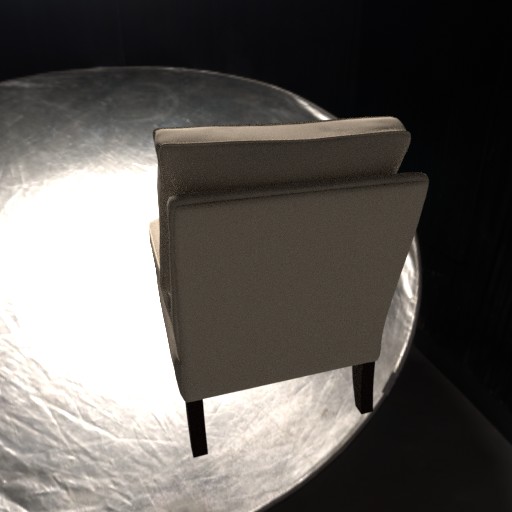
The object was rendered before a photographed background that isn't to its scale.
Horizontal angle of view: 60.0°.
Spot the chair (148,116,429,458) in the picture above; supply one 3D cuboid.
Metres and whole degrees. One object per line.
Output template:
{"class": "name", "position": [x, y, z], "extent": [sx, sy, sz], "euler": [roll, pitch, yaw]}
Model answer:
{"class": "chair", "position": [0.000, 0.000, 1.397], "extent": [0.630, 0.887, 0.781], "euler": [-8, 27, -16]}
